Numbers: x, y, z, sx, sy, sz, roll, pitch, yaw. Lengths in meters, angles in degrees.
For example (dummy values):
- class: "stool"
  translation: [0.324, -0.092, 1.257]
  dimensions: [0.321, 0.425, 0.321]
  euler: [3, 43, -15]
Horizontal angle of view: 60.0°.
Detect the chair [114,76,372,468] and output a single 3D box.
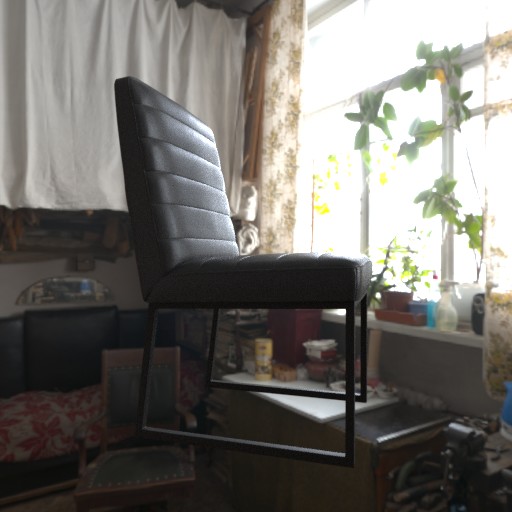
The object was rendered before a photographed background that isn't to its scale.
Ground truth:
- class: "chair"
  translation: [0.000, 0.000, 1.281]
  dimensions: [0.634, 0.930, 0.520]
  euler: [0, 1, 17]
